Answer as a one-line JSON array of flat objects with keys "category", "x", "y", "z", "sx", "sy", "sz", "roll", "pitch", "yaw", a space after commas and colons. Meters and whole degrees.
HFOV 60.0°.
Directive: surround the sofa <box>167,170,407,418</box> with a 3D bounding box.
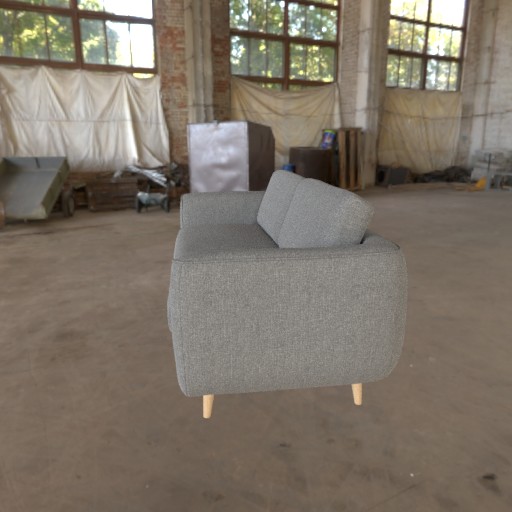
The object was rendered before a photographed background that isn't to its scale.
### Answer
[{"category": "sofa", "x": 0.000, "y": 0.000, "z": 2.464, "sx": 0.920, "sy": 0.870, "sz": 2.000, "roll": -2, "pitch": 15, "yaw": -8}]
